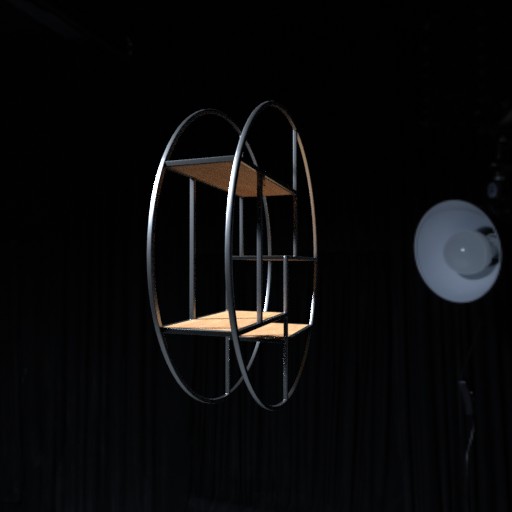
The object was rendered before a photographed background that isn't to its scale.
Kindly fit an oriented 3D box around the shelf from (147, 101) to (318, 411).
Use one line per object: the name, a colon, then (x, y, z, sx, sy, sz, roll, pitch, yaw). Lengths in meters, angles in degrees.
shelf: (0.000, 0.000, 1.369, 0.202, 0.888, 0.888, 0, -1, 20)
